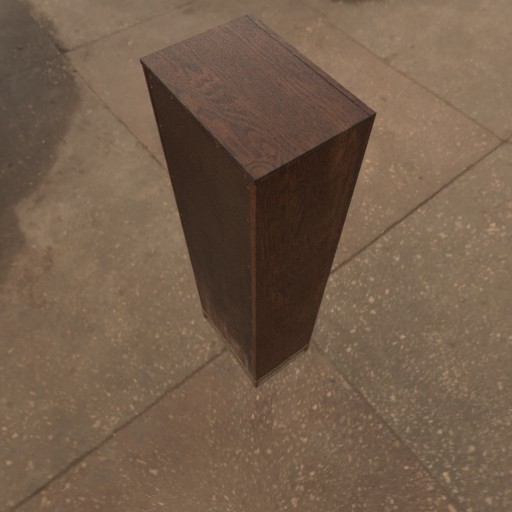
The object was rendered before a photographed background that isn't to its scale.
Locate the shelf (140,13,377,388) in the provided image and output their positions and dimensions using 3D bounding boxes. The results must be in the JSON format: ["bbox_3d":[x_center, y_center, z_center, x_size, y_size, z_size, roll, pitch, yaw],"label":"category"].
[{"bbox_3d":[0.000,0.000,1.890,0.395,1.732,0.539,-32,64,-18],"label":"shelf"}]
